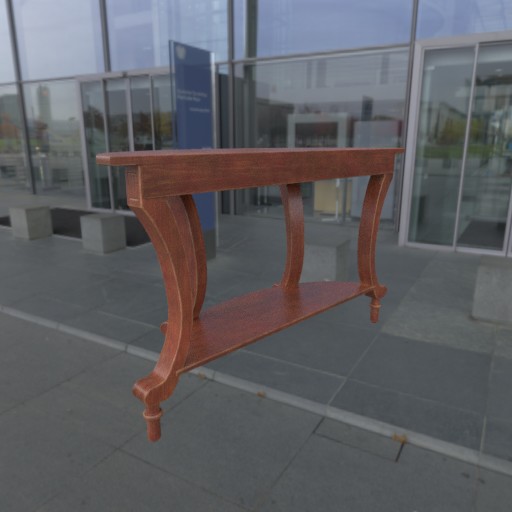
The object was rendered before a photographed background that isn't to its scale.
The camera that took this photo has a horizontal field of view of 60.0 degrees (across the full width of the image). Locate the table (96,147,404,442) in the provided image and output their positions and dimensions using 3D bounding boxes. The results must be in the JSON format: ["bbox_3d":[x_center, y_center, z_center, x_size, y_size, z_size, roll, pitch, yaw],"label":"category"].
[{"bbox_3d":[0.000,0.000,1.498,1.198,0.699,0.394,-14,20,-43],"label":"table"}]
